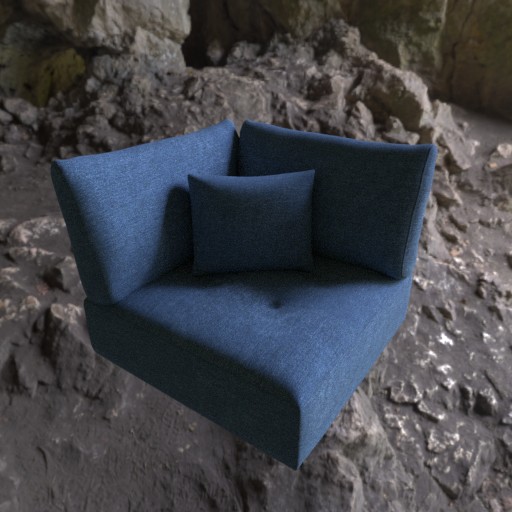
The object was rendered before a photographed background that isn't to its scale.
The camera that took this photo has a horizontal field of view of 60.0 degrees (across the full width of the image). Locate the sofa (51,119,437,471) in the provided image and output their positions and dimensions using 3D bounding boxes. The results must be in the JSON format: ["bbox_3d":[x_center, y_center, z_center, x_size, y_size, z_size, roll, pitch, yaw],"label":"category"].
[{"bbox_3d":[0.000,0.000,1.717,1.000,0.820,1.000,18,32,31],"label":"sofa"}]
